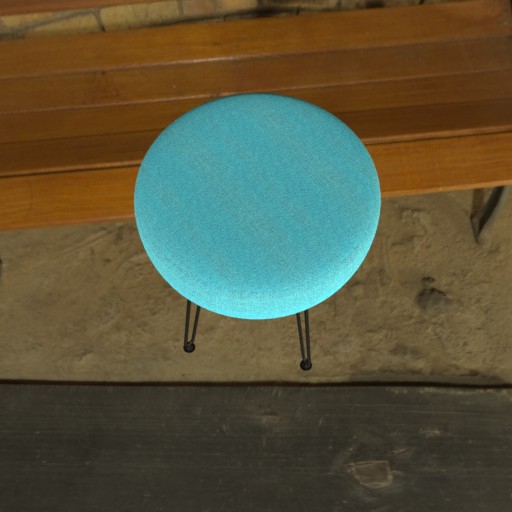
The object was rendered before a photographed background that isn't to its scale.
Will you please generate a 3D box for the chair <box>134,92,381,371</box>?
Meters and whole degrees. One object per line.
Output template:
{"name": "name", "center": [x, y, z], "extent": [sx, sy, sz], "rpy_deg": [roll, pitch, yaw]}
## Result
{"name": "chair", "center": [0.000, 0.000, 0.715], "extent": [0.350, 0.440, 0.350], "rpy_deg": [-35, 70, -15]}
